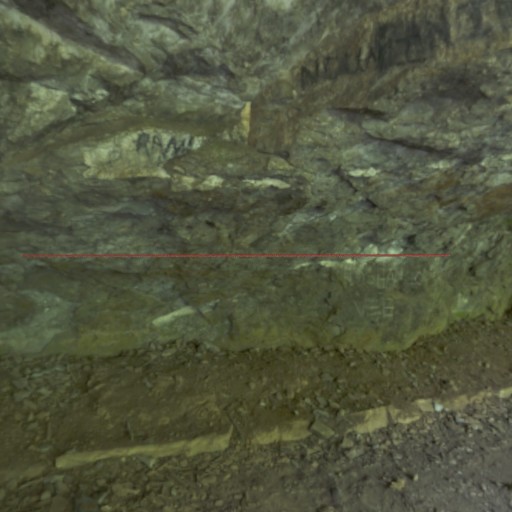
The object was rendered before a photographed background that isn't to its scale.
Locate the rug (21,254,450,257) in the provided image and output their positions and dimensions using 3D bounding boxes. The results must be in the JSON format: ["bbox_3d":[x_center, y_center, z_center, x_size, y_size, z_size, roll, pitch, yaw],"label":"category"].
[{"bbox_3d":[0.000,0.000,4.088,3.053,0.013,2.387,0,0,18],"label":"rug"}]
